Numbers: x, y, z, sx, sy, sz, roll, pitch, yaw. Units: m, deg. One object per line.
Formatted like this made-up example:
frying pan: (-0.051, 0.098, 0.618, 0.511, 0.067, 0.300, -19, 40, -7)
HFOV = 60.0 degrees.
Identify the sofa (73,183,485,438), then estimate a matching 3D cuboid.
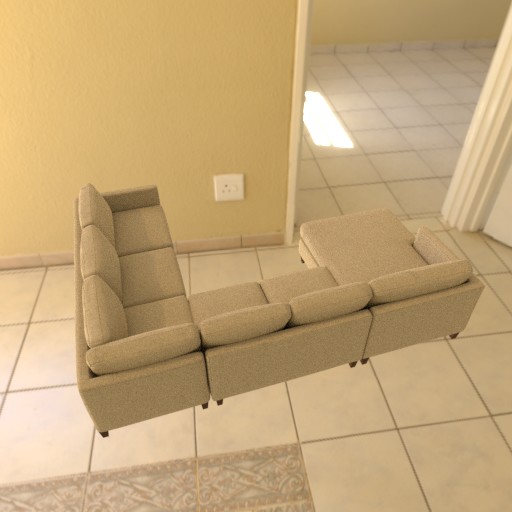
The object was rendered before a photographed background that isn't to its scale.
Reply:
sofa: (0.000, 0.000, 4.555, 3.460, 0.959, 2.593, -12, 43, -13)
